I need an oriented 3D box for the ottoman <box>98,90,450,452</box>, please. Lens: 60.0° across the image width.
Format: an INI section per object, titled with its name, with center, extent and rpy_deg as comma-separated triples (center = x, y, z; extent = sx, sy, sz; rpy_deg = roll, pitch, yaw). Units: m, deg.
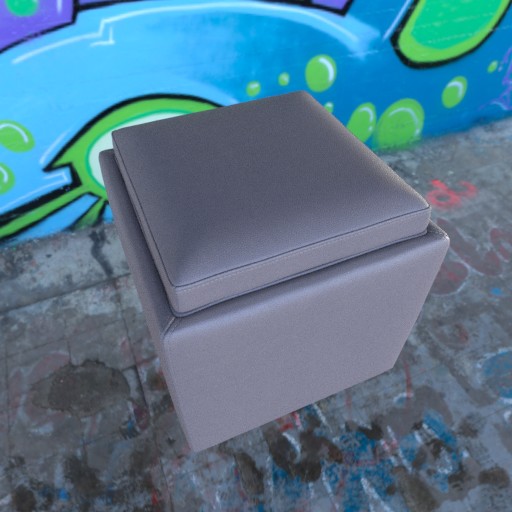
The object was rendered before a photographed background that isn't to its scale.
[ottoman]
center = 0.000, 0.000, 0.832
extent = 0.450, 0.460, 0.451
rpy_deg = -18, 49, -16
